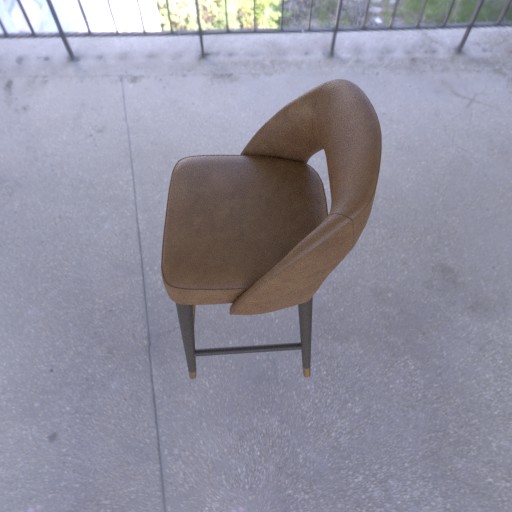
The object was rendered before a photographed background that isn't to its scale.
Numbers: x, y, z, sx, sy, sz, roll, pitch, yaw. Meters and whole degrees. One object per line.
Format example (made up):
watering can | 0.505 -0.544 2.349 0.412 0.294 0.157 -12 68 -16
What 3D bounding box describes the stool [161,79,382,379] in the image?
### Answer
stool | 0.000 0.000 1.342 0.509 1.037 0.494 -1 59 0
